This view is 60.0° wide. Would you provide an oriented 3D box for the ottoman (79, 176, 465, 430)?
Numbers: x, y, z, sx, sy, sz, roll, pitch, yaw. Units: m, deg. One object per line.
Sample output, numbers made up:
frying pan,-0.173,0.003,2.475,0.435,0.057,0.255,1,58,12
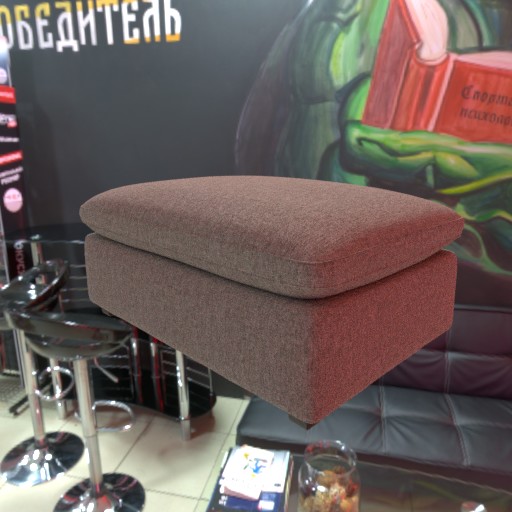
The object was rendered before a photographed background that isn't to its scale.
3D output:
ottoman,0.000,0.000,1.329,0.694,0.451,0.977,-14,21,-43
